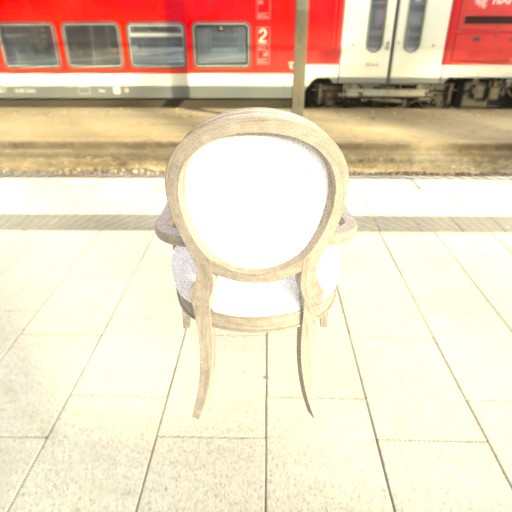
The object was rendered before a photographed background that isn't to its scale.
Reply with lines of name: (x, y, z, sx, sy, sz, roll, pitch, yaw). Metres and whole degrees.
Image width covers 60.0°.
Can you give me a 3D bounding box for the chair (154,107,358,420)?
chair: (0.000, 0.000, 1.394, 0.611, 0.991, 0.602, 0, 28, -1)
